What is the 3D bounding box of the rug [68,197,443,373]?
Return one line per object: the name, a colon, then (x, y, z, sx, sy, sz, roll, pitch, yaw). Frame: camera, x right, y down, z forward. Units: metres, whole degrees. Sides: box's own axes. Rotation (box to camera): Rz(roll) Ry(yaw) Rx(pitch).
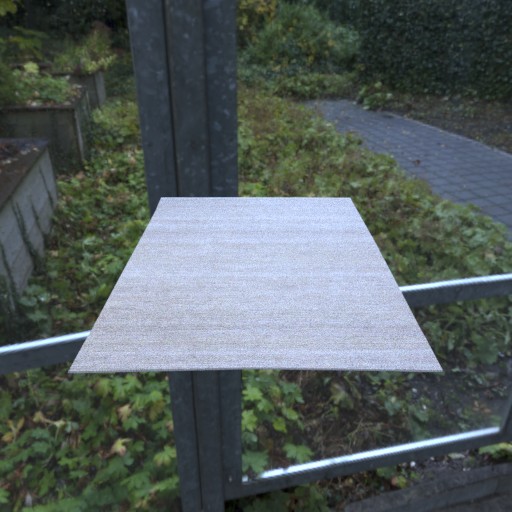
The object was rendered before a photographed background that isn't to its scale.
rug: (0.000, 0.000, 4.330, 2.467, 0.046, 3.245, 0, 28, 0)
